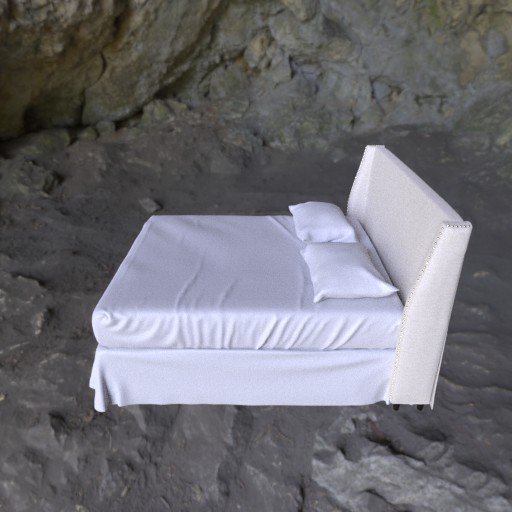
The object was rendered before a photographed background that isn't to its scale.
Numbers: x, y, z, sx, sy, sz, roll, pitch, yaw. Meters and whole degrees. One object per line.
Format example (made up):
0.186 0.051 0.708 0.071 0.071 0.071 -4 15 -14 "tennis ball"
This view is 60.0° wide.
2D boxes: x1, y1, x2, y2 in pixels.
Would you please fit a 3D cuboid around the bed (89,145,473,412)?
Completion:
0.000 0.000 3.414 2.276 1.332 1.925 0 27 0 "bed"
